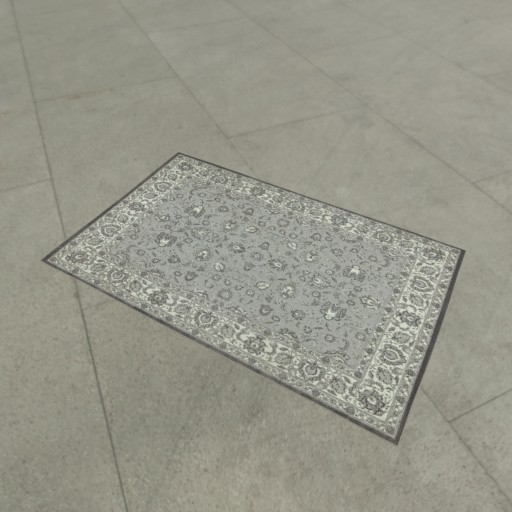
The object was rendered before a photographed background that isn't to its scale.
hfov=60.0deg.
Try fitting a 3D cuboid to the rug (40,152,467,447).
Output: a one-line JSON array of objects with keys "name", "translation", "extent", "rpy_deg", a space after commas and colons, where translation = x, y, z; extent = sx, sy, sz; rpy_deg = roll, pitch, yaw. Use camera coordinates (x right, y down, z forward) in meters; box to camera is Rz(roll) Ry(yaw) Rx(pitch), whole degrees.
[{"name": "rug", "translation": [0.000, 0.000, 2.968], "extent": [2.438, 0.011, 1.524], "rpy_deg": [22, 50, 21]}]
